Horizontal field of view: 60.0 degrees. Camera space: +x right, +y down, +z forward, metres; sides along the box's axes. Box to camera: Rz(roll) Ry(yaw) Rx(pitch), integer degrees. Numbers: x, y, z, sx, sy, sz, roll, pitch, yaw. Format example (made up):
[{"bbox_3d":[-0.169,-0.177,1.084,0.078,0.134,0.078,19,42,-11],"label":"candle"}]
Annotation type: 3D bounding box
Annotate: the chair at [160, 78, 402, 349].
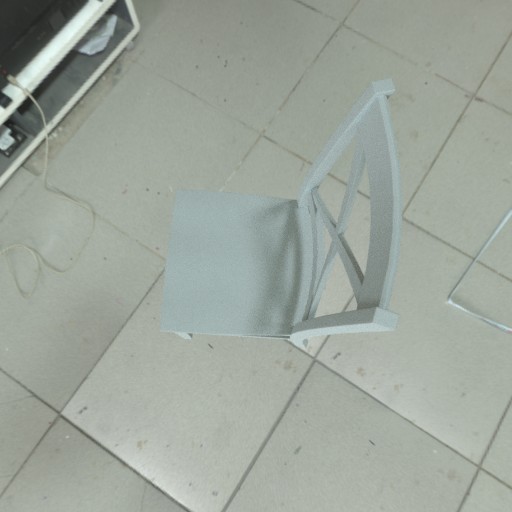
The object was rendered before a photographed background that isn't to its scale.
[{"bbox_3d":[0.000,0.000,1.273,0.542,0.983,0.485,4,75,1],"label":"chair"}]
